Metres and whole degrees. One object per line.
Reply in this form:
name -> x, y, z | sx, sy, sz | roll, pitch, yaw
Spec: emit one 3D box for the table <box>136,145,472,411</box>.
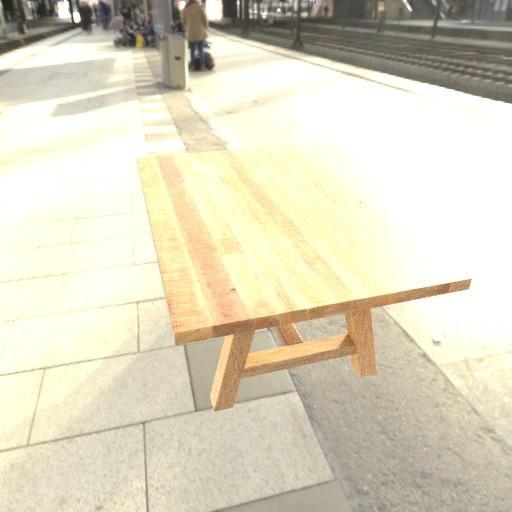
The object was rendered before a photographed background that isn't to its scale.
table -> 0.000, 0.000, 1.700 | 0.760, 0.455, 1.320 | -8, 30, -14
